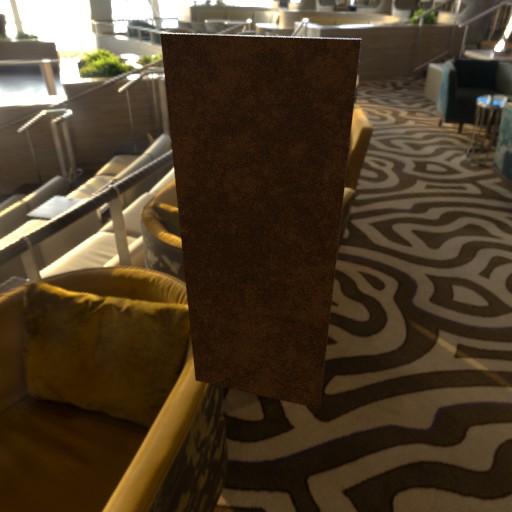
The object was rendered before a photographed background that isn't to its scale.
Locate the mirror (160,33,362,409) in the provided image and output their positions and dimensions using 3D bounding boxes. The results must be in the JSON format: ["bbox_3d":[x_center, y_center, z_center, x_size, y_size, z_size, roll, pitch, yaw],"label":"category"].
[{"bbox_3d":[0.000,0.000,2.274,0.812,2.031,0.032,9,33,14],"label":"mirror"}]
